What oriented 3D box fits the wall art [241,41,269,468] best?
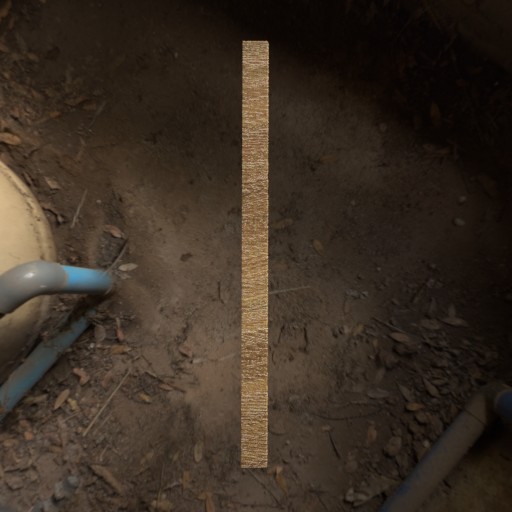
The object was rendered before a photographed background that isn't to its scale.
[{"bbox_3d":[0.000,0.000,0.931,0.042,0.608,0.611,0,90,1],"label":"wall art"}]
